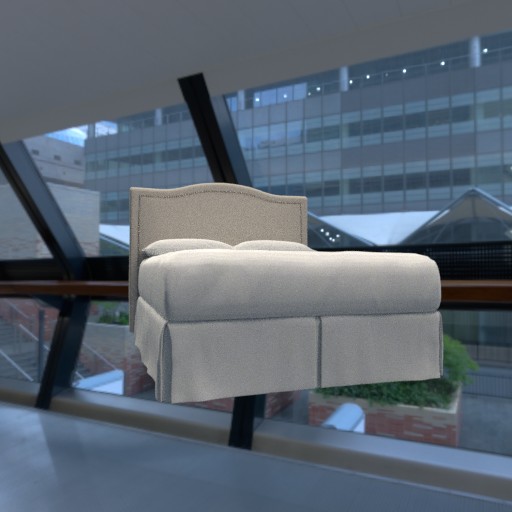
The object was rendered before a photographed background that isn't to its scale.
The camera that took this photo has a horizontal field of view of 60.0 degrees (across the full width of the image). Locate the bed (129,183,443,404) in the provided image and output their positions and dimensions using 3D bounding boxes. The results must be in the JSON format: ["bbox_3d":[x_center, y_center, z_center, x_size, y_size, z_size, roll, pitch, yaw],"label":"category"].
[{"bbox_3d":[0.000,0.000,3.327,1.753,1.460,2.143,0,-1,-18],"label":"bed"}]
